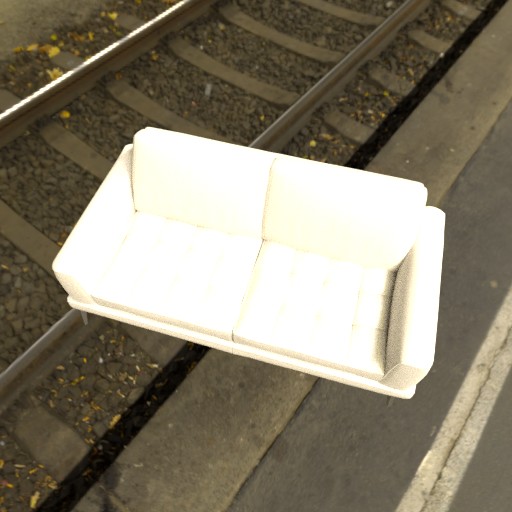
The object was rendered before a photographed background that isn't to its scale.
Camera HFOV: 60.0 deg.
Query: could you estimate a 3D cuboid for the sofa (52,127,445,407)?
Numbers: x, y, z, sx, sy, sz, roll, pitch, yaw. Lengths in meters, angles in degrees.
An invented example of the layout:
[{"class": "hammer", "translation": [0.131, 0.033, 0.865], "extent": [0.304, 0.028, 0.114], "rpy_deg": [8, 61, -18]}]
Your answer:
[{"class": "sofa", "translation": [0.000, 0.000, 2.728], "extent": [2.177, 0.930, 1.121], "rpy_deg": [14, 58, 9]}]
